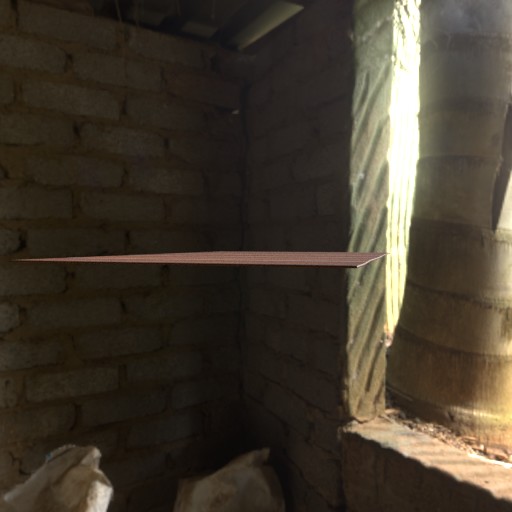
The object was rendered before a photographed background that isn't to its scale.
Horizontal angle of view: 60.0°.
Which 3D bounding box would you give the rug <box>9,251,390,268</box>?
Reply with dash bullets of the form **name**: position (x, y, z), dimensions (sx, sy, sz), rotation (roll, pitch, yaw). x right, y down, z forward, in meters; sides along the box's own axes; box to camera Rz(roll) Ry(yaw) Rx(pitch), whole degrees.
- **rug**: position (0.000, 0.000, 2.231), dimensions (1.217, 0.007, 1.828), rotation (1, 2, 20)
